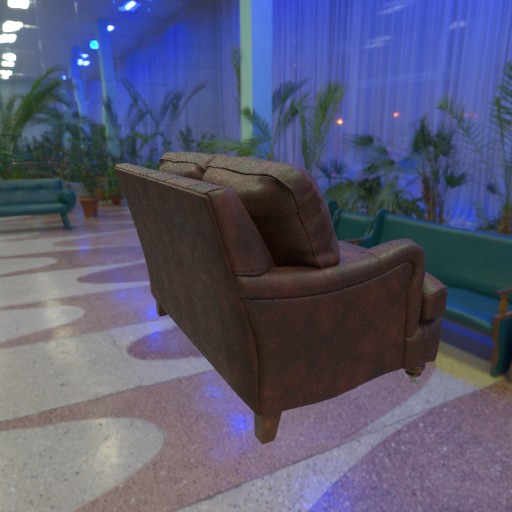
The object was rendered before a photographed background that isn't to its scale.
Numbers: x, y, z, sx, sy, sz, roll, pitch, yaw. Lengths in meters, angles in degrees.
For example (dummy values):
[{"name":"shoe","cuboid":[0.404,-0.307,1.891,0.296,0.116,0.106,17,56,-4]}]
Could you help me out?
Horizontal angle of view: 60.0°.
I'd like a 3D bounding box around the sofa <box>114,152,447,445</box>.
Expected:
[{"name":"sofa","cuboid":[0.000,0.000,2.377,1.148,1.070,1.628,-8,17,-27]}]
